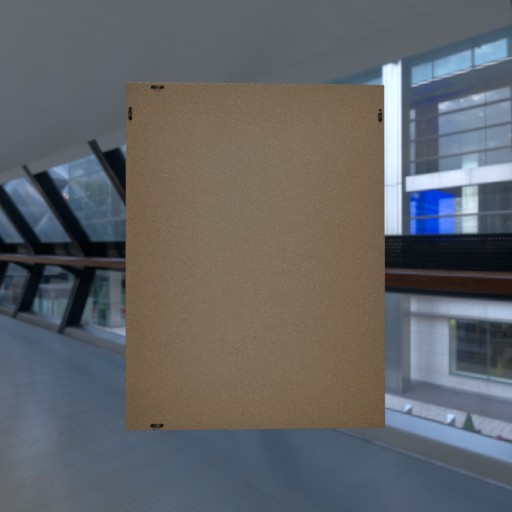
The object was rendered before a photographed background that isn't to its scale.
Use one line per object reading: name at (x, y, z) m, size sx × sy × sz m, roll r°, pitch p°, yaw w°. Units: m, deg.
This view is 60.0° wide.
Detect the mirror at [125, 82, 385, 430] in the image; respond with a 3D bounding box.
mirror at (0.000, 0.000, 1.319) m, size 0.762 × 1.016 × 0.041 m, roll 0°, pitch 0°, yaw -1°
